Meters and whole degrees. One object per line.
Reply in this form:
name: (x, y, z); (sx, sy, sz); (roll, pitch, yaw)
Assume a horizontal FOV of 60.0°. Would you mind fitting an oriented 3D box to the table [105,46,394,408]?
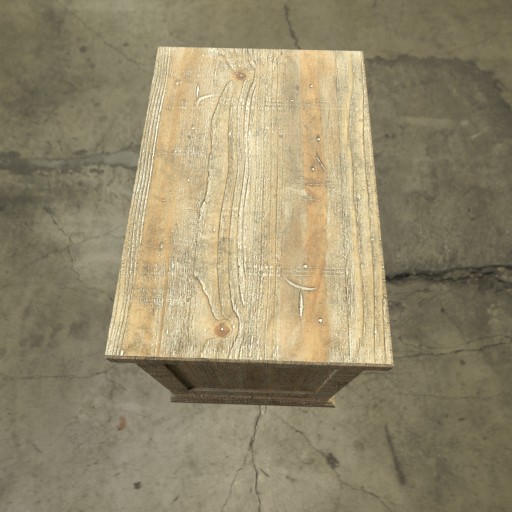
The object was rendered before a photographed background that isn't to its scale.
table: (0.000, 0.000, 1.147); (0.457, 0.711, 0.686); (2, 65, 1)
